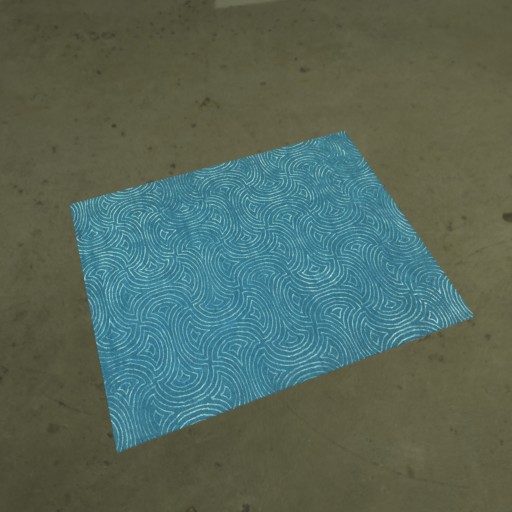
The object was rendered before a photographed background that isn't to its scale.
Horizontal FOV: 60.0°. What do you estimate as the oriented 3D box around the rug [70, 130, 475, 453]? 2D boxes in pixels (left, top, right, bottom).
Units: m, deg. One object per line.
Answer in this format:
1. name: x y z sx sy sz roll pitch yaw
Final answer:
1. rug: 0.000 0.000 4.069 3.033 0.012 2.432 -17 59 -11
